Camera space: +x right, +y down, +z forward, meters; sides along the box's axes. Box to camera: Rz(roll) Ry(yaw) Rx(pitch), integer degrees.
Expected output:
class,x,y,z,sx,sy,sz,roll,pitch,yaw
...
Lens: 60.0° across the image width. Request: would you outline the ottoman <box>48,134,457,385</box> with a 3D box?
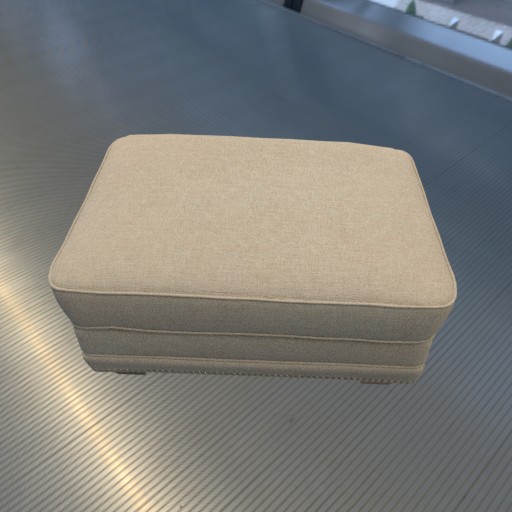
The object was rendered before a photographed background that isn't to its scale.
class,x,y,z,sx,sy,sz,roll,pitch,yaw
ottoman,0.000,0.000,1.142,0.813,0.458,0.559,2,47,2
